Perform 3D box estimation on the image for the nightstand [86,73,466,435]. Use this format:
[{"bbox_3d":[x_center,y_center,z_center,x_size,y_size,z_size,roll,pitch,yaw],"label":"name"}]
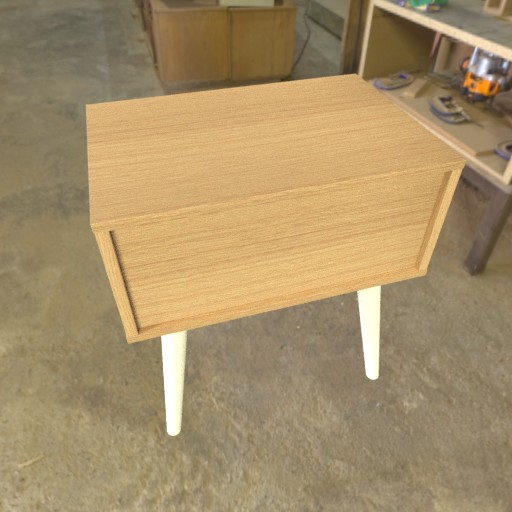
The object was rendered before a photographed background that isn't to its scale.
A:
[{"bbox_3d":[0.000,0.000,0.986,0.571,0.610,0.407,-11,43,-12],"label":"nightstand"}]
